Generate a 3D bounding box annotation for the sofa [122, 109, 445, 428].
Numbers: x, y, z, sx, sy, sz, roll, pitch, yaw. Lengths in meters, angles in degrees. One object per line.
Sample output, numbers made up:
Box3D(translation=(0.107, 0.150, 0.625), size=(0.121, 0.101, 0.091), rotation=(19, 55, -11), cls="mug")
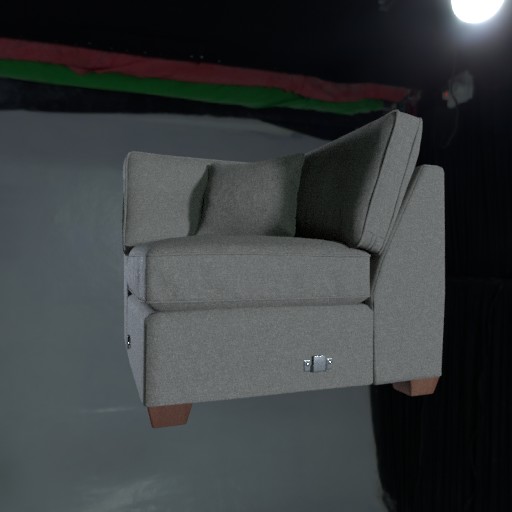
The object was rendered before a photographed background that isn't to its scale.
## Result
Box3D(translation=(0.000, 0.000, 1.917), size=(1.084, 1.002, 1.146), rotation=(0, 0, -20), cls="sofa")
